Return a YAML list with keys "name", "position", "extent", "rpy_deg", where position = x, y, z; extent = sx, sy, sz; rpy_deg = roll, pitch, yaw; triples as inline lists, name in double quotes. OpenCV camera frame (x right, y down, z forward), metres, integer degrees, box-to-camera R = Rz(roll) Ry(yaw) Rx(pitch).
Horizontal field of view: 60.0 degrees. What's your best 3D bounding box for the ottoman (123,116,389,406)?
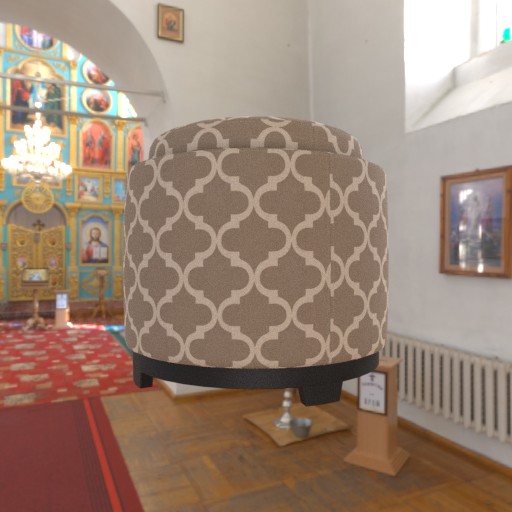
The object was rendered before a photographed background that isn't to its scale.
- name: "ottoman"
  position: [0.000, 0.000, 0.837]
  extent: [0.480, 0.429, 0.480]
  rpy_deg: [0, -1, 0]
